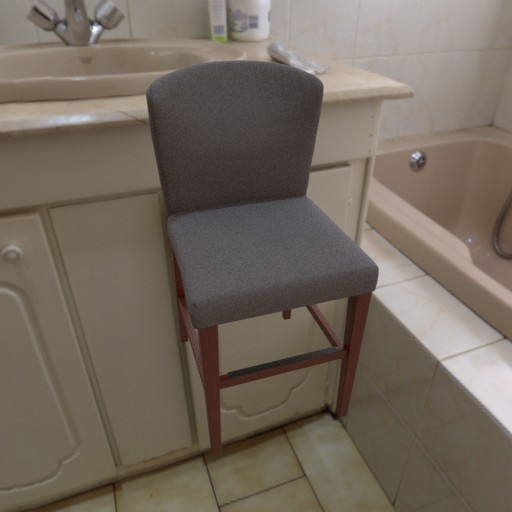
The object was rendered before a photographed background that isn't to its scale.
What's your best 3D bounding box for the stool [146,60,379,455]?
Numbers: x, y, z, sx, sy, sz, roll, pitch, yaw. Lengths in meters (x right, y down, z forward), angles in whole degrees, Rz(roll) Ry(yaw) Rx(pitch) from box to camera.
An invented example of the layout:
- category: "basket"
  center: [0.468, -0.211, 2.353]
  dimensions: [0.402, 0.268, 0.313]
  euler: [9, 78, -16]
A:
- category: "stool"
  center: [0.000, 0.000, 1.281]
  dimensions: [0.481, 0.968, 0.568]
  euler: [-10, 34, -15]
